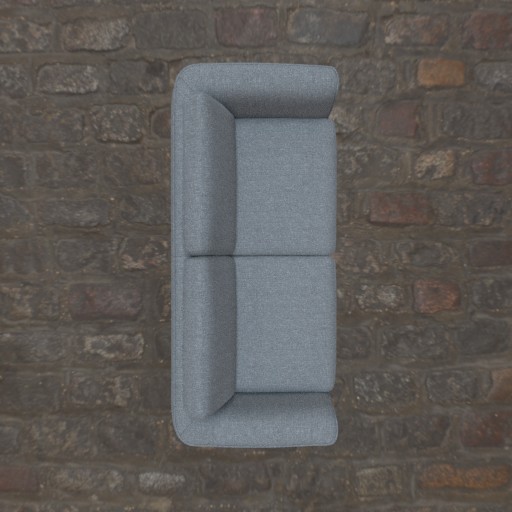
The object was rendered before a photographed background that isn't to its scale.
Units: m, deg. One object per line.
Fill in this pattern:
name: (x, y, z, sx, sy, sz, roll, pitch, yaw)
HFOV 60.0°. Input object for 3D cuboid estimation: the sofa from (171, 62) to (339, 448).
sofa: (0.000, 0.000, 2.481, 0.920, 0.870, 2.000, 0, 91, 0)
